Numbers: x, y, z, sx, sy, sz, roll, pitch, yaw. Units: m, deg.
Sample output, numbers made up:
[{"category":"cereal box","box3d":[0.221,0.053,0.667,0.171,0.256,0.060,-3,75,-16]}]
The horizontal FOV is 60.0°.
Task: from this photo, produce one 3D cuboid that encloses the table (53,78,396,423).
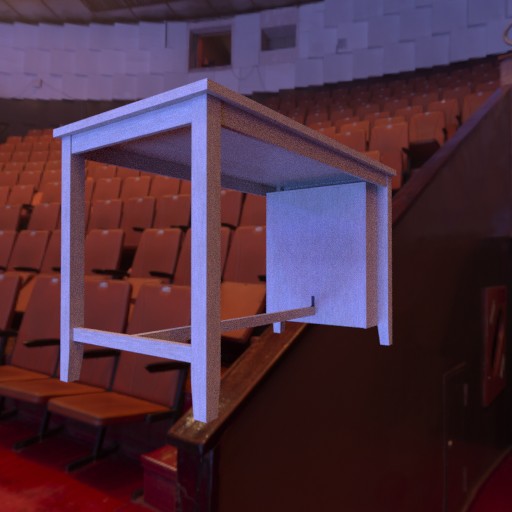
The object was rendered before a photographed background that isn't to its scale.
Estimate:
[{"category":"table","box3d":[0.000,0.000,1.887,0.729,0.874,1.397,-1,-1,37]}]
